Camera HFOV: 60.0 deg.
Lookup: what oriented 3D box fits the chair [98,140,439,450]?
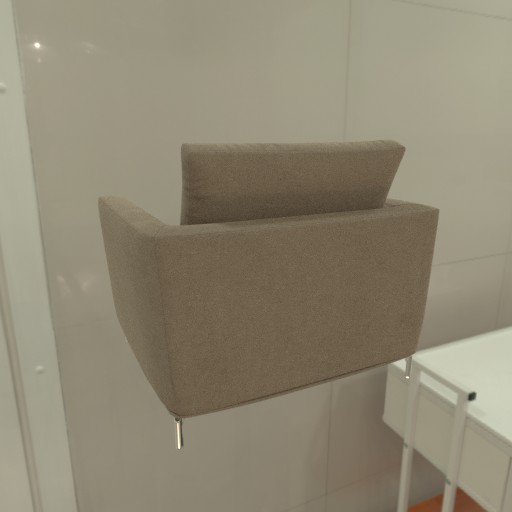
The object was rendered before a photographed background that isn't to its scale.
[{"bbox_3d":[0.000,0.000,1.698,1.041,0.864,0.889,-7,17,-25],"label":"chair"}]
